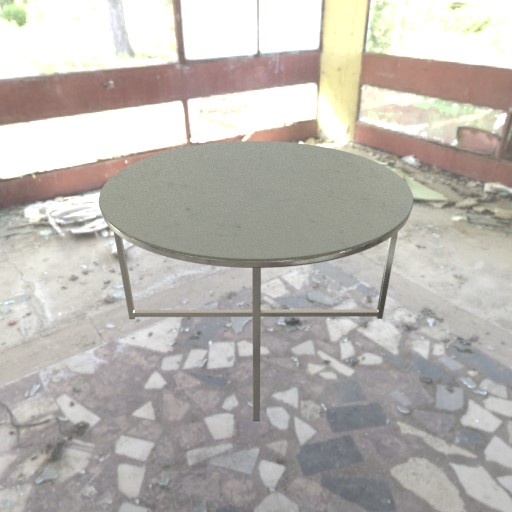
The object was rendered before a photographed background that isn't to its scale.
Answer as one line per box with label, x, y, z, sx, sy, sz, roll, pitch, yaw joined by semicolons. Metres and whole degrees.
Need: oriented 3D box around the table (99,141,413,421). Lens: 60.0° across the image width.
table;0.000;0.000;1.290;0.800;0.450;0.800;0;30;0
